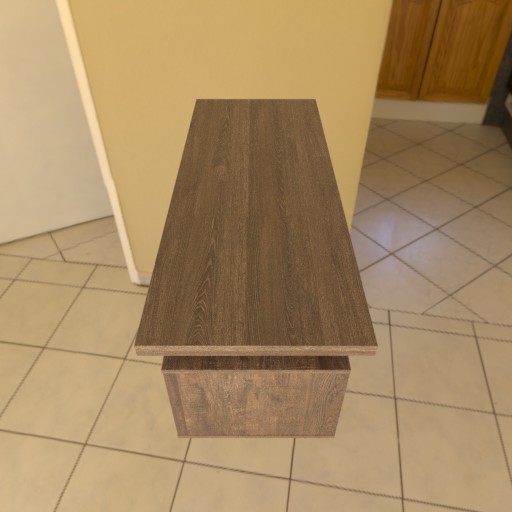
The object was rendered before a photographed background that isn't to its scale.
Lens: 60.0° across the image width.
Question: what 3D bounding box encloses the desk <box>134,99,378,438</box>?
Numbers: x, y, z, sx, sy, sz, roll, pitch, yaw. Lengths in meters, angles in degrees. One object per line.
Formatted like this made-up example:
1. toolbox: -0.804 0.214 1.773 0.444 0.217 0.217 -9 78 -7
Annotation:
1. desk: 0.000 0.000 1.912 0.600 0.760 1.524 0 42 0
